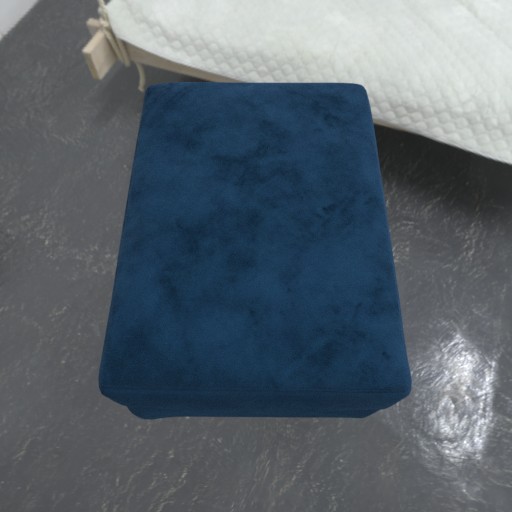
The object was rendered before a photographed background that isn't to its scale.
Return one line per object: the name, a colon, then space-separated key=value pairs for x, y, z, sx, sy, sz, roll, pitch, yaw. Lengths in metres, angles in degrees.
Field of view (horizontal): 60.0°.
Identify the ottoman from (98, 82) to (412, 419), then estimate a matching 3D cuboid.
ottoman: x=0.000 y=0.000 z=1.113 sx=0.572 sy=0.503 sz=0.773 roll=0 pitch=63 yaw=0
